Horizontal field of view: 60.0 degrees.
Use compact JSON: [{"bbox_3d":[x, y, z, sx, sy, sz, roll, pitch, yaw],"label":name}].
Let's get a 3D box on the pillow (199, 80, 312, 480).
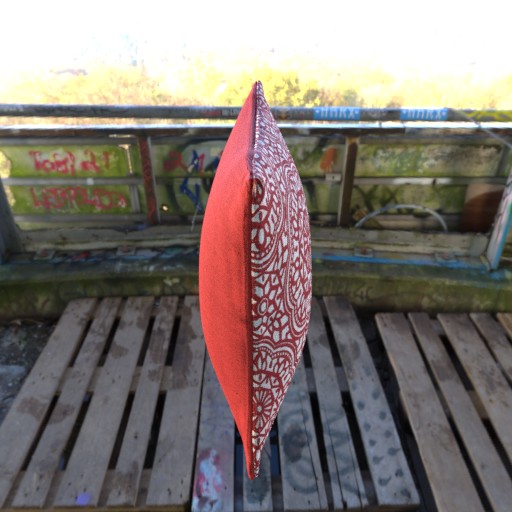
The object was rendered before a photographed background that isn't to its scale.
[{"bbox_3d":[0.000,0.000,0.657,0.162,0.419,0.438,0,31,1],"label":"pillow"}]
